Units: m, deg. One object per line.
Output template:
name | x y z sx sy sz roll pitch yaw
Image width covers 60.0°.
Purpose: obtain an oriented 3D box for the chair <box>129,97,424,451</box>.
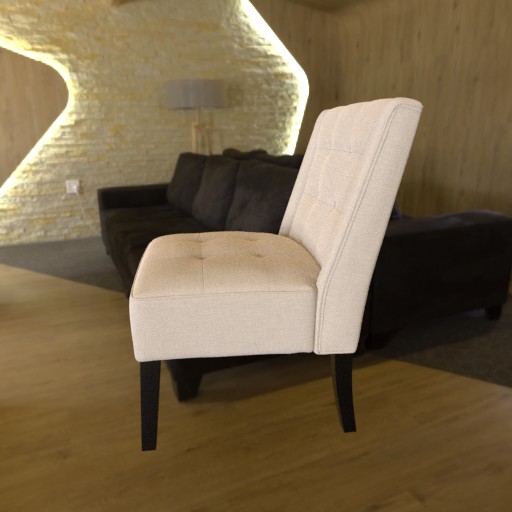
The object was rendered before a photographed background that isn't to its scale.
chair | 0.000 0.000 1.297 0.676 0.853 0.569 -2 16 -8
